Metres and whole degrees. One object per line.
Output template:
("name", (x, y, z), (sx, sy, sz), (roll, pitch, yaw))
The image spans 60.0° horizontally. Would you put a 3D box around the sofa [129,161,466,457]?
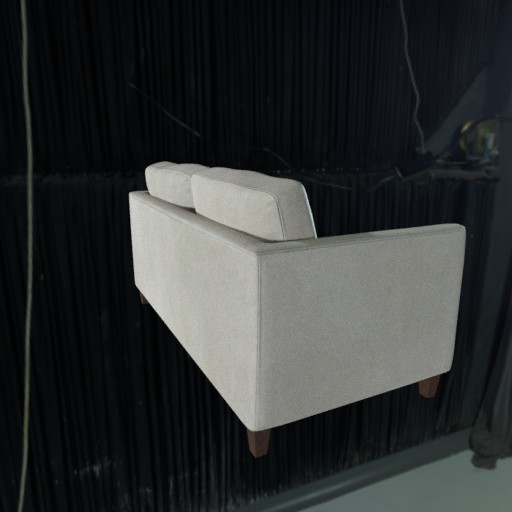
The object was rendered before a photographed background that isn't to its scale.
("sofa", (0.000, 0.000, 2.331), (0.950, 0.940, 1.846), (-7, 16, -26))
